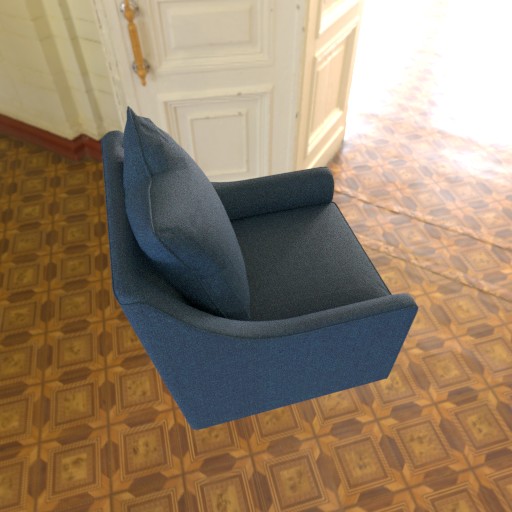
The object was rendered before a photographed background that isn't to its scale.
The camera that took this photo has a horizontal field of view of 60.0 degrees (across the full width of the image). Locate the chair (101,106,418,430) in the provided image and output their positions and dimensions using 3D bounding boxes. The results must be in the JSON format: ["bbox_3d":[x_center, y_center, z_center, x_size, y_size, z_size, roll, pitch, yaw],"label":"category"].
[{"bbox_3d":[0.000,0.000,1.570,0.870,0.939,0.750,-12,48,-11],"label":"chair"}]
